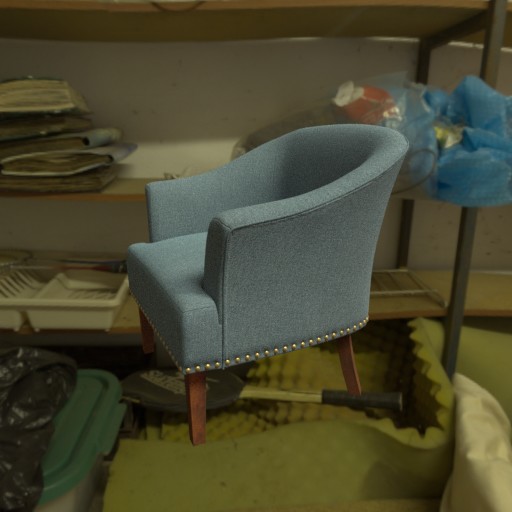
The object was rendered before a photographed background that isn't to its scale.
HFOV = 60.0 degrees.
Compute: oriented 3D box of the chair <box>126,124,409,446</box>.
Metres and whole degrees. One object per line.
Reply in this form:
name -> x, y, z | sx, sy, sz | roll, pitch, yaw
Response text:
chair -> 0.000, 0.000, 1.417 | 0.704, 0.815, 0.772 | -7, 17, -25
